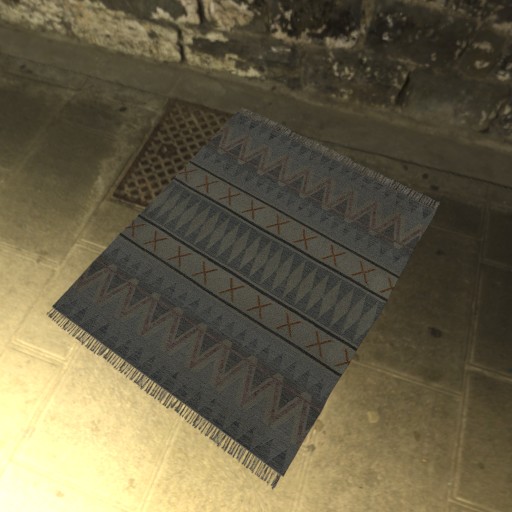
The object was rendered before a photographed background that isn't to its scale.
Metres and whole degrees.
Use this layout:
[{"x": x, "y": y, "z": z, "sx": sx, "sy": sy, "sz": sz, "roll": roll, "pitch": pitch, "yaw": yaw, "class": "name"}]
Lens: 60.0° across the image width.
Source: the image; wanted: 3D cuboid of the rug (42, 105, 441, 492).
[{"x": 0.000, "y": 0.000, "z": 4.028, "sx": 2.371, "sy": 0.012, "sz": 3.000, "roll": 31, "pitch": 66, "yaw": 15, "class": "rug"}]
